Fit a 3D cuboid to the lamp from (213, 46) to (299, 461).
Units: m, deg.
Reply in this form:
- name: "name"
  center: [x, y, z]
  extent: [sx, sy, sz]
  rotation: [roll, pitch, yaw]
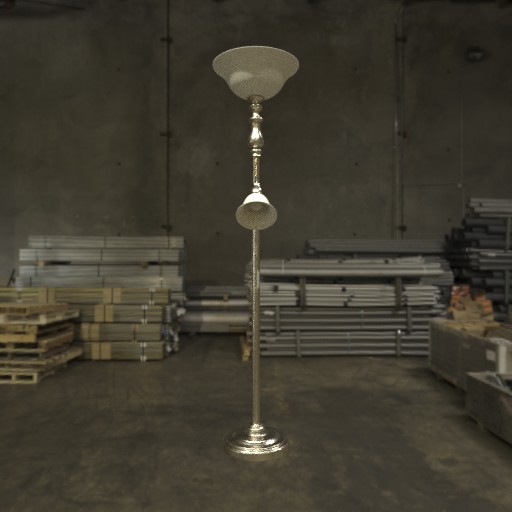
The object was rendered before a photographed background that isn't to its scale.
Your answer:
- name: "lamp"
  center: [0.000, 0.000, 2.000]
  extent: [0.405, 1.785, 0.575]
  rotation: [0, 0, 0]
